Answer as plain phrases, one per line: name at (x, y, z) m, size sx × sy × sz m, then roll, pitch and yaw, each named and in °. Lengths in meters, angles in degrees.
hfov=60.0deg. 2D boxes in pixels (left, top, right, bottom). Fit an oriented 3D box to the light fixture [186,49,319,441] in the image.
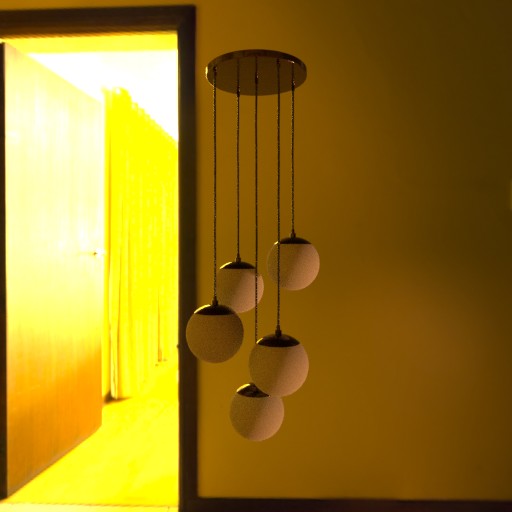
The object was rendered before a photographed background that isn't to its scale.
light fixture at (0.000, 0.000, 1.532) m, size 0.489 × 1.271 × 0.484 m, roll 0°, pitch 1°, yaw -18°
